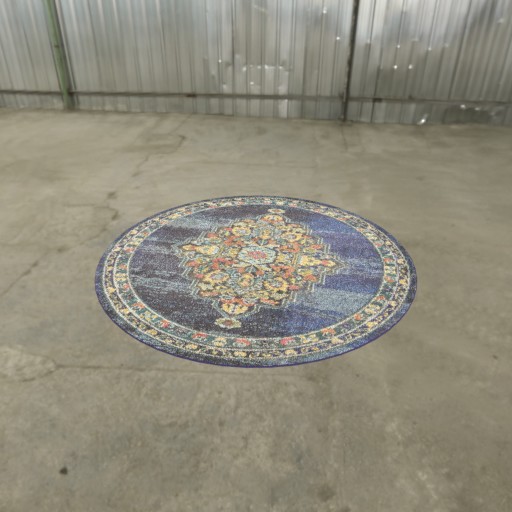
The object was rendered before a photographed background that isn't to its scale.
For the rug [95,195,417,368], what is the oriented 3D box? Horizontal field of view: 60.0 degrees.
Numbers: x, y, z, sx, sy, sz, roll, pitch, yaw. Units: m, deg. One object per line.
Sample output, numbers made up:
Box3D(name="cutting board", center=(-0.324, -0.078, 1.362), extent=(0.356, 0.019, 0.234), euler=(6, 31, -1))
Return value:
Box3D(name="rug", center=(0.000, 0.000, 3.435), extent=(2.386, 0.014, 2.386), euler=(0, 31, 0))
